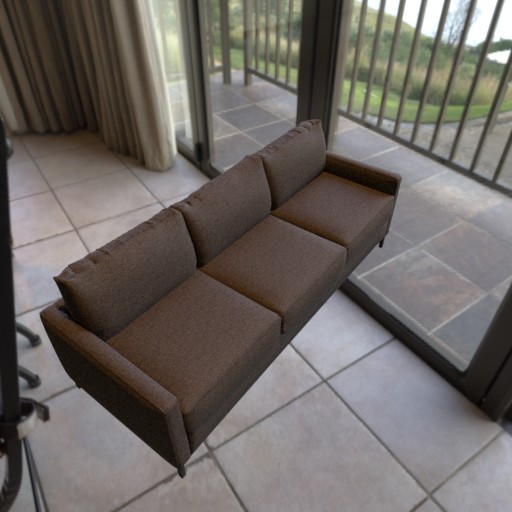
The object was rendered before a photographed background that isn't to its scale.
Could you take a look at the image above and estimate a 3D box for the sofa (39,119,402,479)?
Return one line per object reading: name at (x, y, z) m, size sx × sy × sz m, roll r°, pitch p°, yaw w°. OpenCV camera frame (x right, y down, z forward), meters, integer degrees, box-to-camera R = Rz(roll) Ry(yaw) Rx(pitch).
sofa at (0.000, 0.000, 2.647) m, size 0.876 × 0.882 × 2.253 m, roll 26°, pitch 47°, yaw 27°
